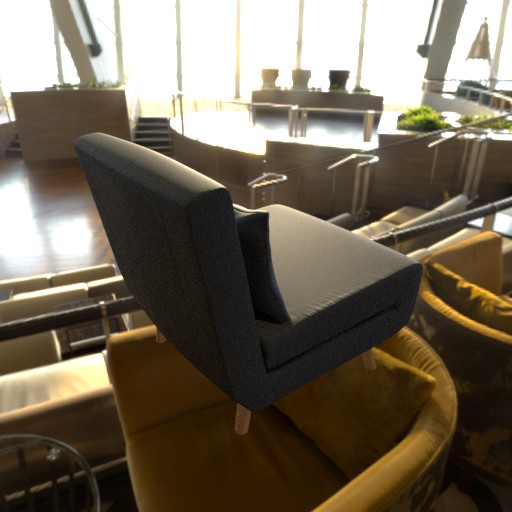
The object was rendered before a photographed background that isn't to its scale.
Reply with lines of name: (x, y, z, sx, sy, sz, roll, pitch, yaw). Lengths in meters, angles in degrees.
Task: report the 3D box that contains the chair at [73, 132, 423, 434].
chair: (0.000, 0.000, 1.513, 0.900, 0.808, 0.770, -18, 31, -32)
